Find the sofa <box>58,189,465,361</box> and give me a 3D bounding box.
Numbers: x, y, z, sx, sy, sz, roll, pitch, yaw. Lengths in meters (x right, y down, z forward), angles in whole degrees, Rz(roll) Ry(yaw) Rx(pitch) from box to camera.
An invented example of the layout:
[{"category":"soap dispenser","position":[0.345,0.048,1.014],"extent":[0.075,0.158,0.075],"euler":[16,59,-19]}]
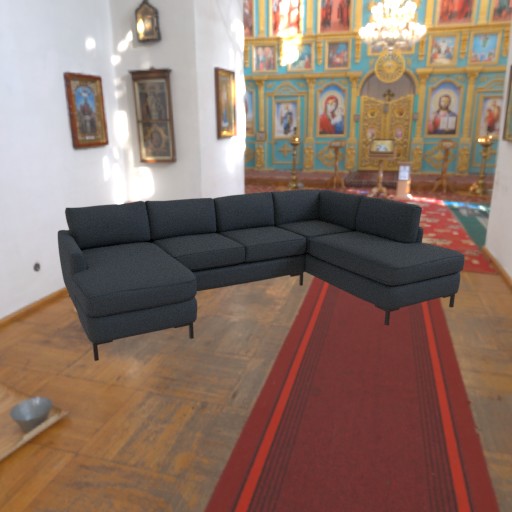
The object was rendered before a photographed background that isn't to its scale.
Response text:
[{"category":"sofa","position":[0.000,0.000,3.837],"extent":[2.975,0.858,1.984],"euler":[-8,18,-28]}]
